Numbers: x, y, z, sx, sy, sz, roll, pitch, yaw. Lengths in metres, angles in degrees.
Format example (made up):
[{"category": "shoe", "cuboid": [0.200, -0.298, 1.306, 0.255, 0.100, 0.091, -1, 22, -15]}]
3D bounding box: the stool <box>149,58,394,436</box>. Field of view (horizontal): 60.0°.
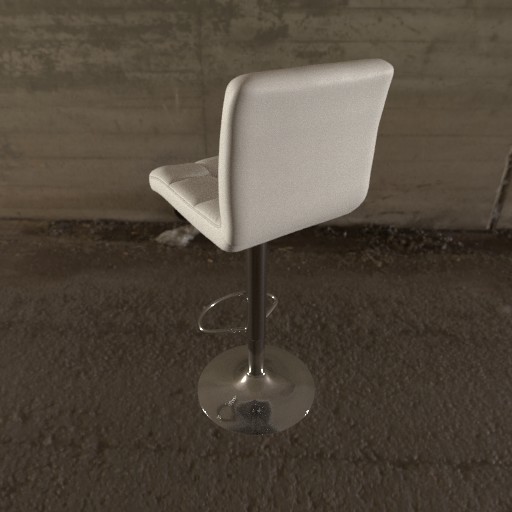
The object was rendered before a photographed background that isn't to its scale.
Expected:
[{"category": "stool", "cuboid": [0.000, 0.000, 1.322, 0.430, 1.115, 0.505, -20, 37, -29]}]
